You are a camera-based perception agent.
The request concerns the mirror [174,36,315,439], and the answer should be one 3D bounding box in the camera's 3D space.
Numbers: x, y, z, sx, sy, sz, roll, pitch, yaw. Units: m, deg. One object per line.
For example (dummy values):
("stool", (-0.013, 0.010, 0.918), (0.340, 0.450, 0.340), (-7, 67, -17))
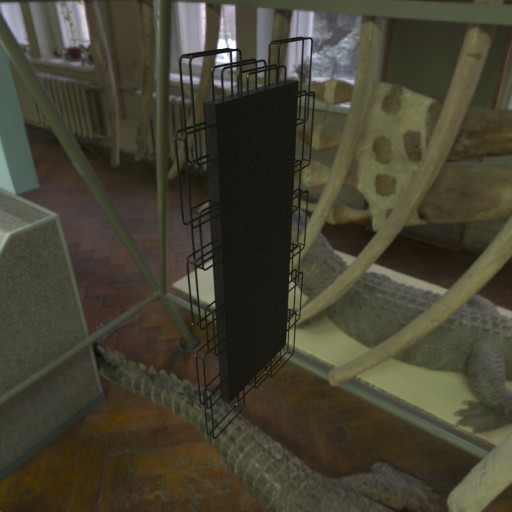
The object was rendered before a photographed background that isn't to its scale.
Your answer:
("mirror", (0.000, 0.000, 1.377), (0.037, 1.192, 0.565), (21, 37, 30))
